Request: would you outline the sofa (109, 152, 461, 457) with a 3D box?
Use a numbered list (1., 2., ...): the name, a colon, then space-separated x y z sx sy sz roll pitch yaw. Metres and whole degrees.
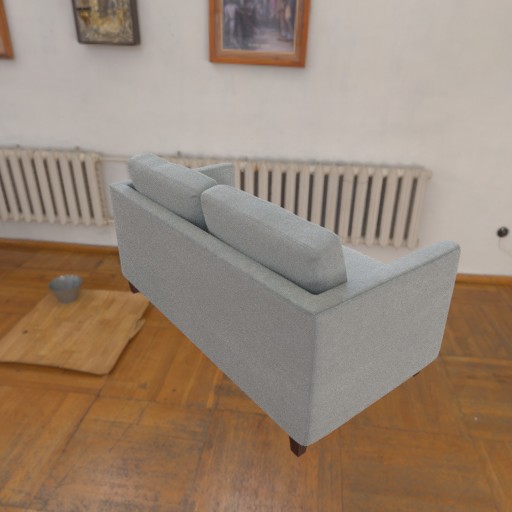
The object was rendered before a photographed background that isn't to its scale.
1. sofa: 0.000 0.000 2.495 0.950 0.963 1.884 -19 32 -33
